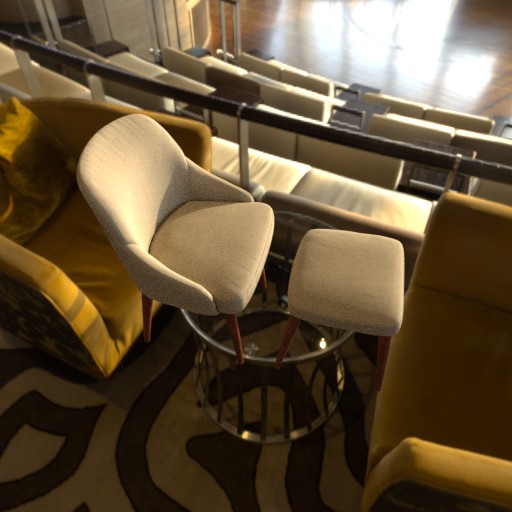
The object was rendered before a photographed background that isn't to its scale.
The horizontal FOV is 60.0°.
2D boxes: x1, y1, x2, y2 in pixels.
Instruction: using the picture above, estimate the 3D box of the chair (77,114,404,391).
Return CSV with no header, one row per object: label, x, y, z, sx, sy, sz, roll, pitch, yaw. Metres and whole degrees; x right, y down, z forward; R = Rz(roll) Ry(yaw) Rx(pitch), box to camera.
chair,0.000,0.000,1.676,1.114,0.866,0.584,10,46,10
